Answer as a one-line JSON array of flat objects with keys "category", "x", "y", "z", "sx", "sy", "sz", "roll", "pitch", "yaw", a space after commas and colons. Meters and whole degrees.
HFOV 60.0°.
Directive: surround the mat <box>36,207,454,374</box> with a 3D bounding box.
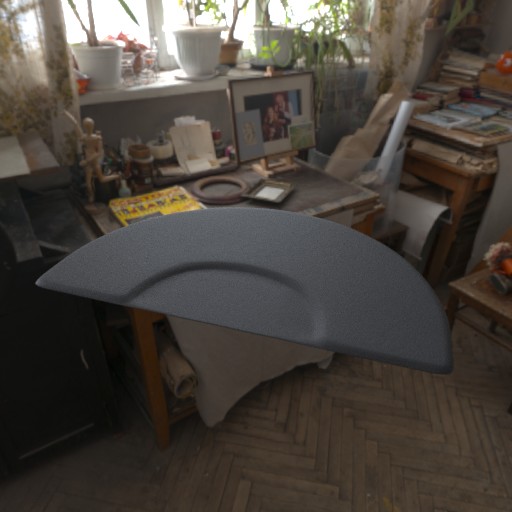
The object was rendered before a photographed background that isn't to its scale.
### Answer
[{"category": "mat", "x": 0.000, "y": 0.000, "z": 1.869, "sx": 1.525, "sy": 0.022, "sz": 0.917, "roll": 10, "pitch": 33, "yaw": 15}]
